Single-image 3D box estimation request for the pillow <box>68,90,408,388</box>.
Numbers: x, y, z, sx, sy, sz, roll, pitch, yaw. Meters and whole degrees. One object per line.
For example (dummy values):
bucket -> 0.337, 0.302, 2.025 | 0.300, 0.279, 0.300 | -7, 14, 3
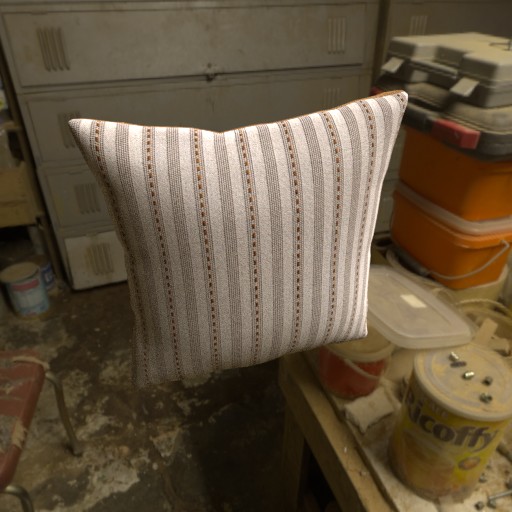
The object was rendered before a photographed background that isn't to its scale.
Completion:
pillow -> 0.000, 0.000, 0.651 | 0.432, 0.437, 0.147 | -10, 33, -15
